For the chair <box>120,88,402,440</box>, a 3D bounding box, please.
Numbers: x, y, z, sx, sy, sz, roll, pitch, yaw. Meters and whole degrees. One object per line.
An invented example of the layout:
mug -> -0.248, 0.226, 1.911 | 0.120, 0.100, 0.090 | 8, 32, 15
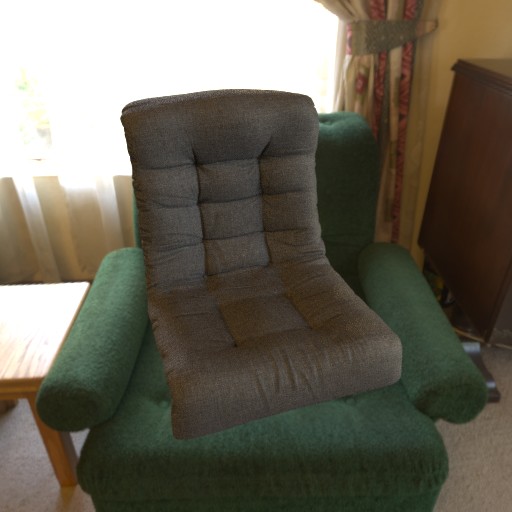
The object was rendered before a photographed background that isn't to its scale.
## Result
chair -> 0.000, 0.000, 1.190 | 0.597, 0.749, 0.668 | -10, 32, -16
